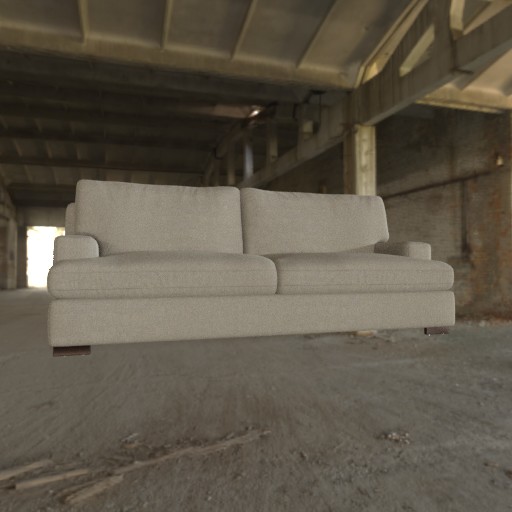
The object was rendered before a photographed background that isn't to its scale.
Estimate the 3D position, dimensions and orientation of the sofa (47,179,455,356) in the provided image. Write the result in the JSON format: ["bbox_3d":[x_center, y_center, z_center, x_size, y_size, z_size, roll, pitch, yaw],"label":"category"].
[{"bbox_3d":[0.000,0.000,2.835,2.354,0.980,0.962,0,-1,-18],"label":"sofa"}]
